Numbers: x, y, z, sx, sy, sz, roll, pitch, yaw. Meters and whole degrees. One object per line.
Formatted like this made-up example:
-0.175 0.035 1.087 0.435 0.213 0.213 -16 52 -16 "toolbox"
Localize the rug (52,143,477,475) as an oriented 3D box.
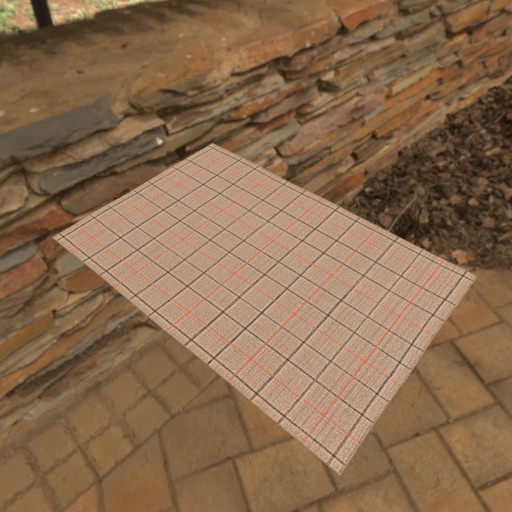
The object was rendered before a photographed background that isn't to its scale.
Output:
0.000 0.000 2.279 1.829 0.013 1.220 32 54 27 "rug"
